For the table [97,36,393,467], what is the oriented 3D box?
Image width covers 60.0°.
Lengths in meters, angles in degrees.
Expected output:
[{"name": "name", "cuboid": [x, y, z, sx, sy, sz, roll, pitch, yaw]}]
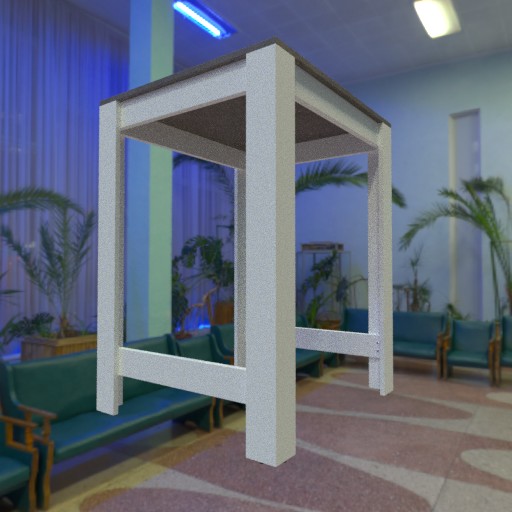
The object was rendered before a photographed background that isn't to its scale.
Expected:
[{"name": "table", "cuboid": [0.000, 0.000, 1.571, 0.700, 1.020, 0.800, -1, -2, 36]}]
